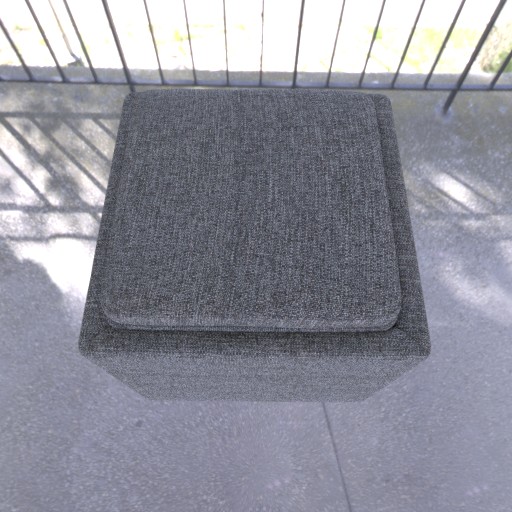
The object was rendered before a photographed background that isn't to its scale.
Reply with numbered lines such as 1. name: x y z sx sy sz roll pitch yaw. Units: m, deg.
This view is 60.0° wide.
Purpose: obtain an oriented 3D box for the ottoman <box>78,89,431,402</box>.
1. ottoman: 0.000 0.000 0.801 0.450 0.460 0.450 0 64 0
